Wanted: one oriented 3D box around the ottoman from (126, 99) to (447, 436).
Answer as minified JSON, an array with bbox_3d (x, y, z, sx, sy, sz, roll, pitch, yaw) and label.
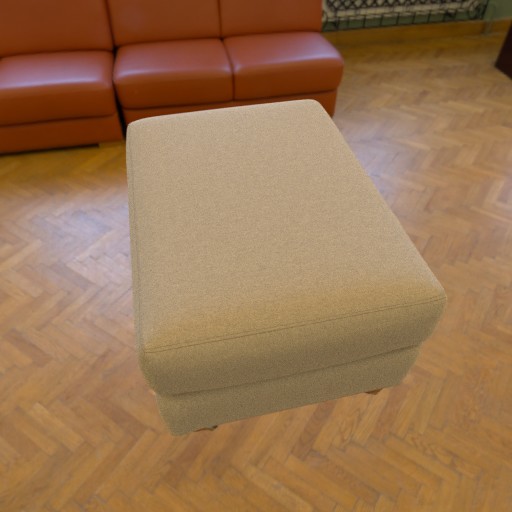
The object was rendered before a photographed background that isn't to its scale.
[{"bbox_3d":[0.000,0.000,1.138,0.574,0.497,0.773,-9,47,-9],"label":"ottoman"}]
